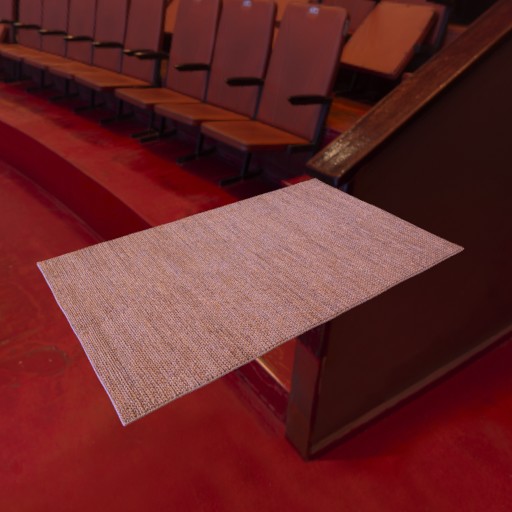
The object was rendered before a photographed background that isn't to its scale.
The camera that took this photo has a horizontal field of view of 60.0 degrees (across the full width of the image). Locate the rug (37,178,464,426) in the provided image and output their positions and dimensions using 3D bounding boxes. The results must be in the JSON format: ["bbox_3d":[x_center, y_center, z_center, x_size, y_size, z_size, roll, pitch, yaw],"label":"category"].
[{"bbox_3d":[0.000,0.000,2.971,2.438,0.034,1.521,-21,38,-29],"label":"rug"}]
